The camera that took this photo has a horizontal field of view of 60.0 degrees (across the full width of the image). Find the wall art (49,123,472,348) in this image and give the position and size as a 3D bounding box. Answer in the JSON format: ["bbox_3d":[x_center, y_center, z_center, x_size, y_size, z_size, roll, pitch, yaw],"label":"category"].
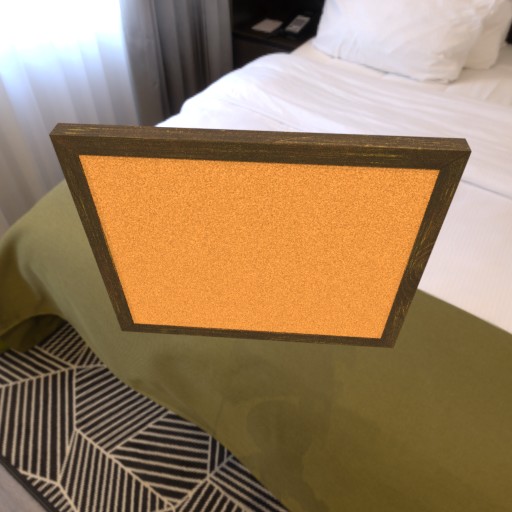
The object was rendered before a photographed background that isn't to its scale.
[{"bbox_3d":[0.000,0.000,0.758,0.558,0.457,0.032,3,45,3],"label":"wall art"}]
